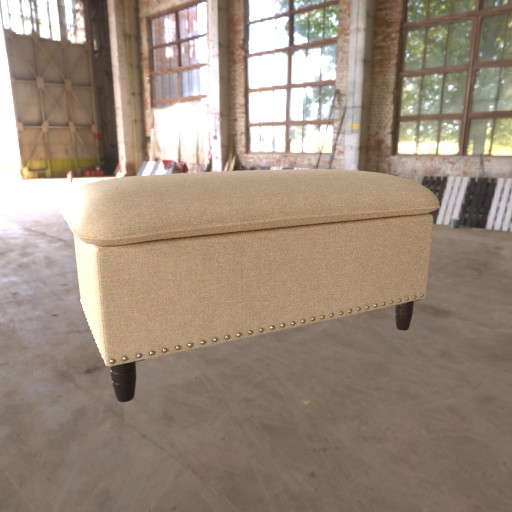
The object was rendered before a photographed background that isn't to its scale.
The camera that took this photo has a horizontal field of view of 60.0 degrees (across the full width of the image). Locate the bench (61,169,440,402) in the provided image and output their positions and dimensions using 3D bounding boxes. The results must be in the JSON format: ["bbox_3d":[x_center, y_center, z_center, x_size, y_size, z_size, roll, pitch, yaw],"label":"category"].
[{"bbox_3d":[0.000,0.000,1.280,0.991,0.483,0.483,-7,16,-26],"label":"bench"}]
